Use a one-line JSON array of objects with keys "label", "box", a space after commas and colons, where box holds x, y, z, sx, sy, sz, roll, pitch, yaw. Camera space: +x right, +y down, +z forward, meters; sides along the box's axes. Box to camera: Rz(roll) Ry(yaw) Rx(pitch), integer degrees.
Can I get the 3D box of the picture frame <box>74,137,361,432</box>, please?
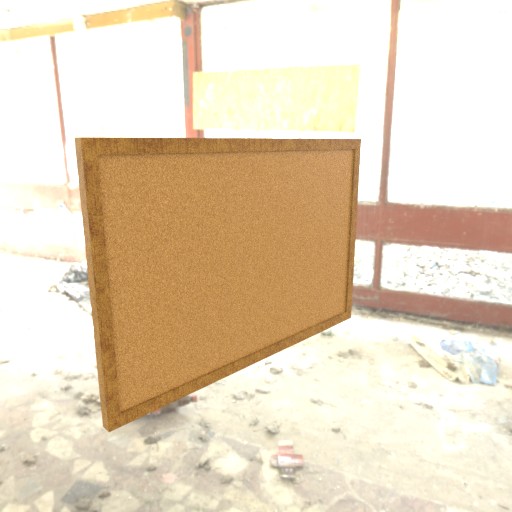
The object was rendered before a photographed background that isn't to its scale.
[{"label": "picture frame", "box": [0.000, 0.000, 1.208, 0.922, 0.621, 0.029, -14, 20, -42]}]
